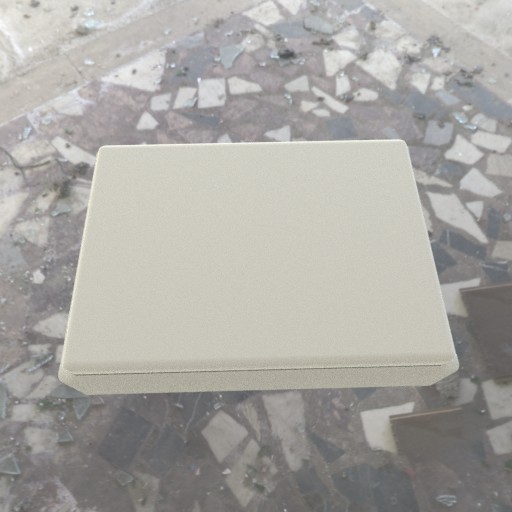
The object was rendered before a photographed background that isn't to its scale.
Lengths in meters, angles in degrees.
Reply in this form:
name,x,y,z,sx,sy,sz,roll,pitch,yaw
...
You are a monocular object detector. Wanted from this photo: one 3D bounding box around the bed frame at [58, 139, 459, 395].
name,x,y,z,sx,sy,sz,roll,pitch,yaw
bed frame,0.000,0.000,2.498,1.900,0.406,1.400,-1,63,-1
